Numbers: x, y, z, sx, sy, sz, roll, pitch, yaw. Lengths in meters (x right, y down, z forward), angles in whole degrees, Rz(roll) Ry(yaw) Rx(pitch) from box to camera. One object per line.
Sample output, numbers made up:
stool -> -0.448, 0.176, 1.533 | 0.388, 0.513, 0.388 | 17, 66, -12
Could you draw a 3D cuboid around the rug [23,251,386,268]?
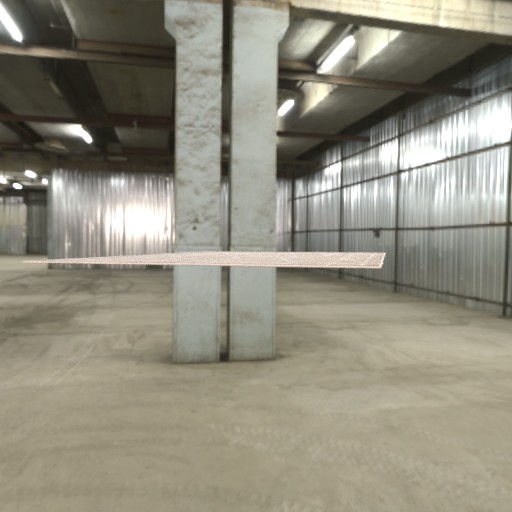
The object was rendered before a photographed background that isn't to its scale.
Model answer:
rug -> 0.000, 0.000, 4.382 | 2.449, 0.019, 3.357 | 1, 2, 17
